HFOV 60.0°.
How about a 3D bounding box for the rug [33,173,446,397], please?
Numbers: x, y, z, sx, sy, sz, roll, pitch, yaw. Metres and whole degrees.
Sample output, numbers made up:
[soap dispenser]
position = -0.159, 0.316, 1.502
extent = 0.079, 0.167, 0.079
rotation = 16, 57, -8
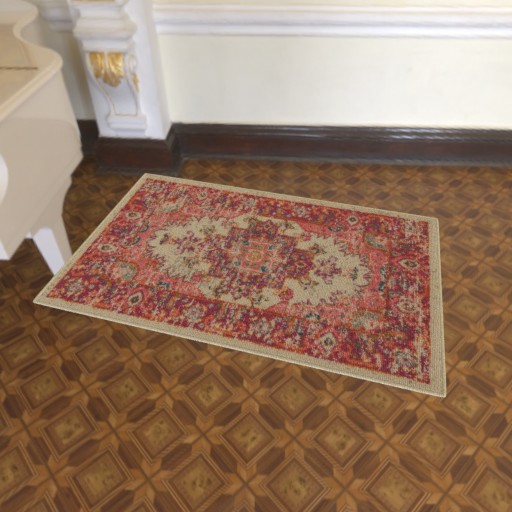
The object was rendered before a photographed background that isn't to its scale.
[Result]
[rug]
position = 0.000, 0.000, 1.085
extent = 0.868, 0.004, 0.556
rotation = 11, 43, 12
